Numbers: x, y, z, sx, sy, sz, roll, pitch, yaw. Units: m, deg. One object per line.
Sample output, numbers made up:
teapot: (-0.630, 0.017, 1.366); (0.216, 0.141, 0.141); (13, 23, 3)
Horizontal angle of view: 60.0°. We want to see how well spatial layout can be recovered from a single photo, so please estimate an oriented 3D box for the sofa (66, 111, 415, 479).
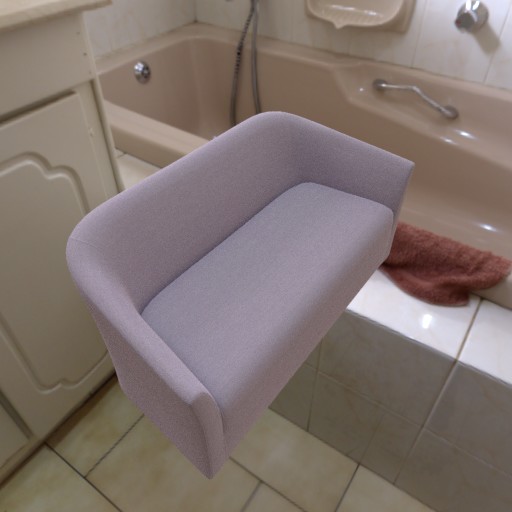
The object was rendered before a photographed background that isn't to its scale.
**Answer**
sofa: (0.000, 0.000, 1.831); (0.705, 0.721, 1.452); (27, 49, 26)
